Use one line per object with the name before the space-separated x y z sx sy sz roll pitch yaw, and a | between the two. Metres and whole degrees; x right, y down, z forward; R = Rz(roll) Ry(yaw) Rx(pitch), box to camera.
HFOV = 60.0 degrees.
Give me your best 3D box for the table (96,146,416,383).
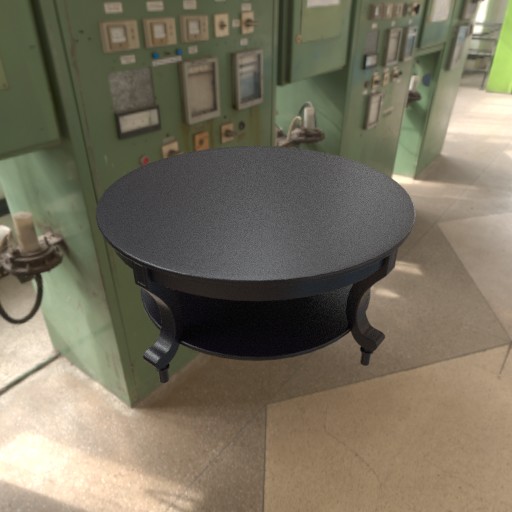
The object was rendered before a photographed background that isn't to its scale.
table | 0.000 0.000 1.611 1.029 0.491 1.029 0 32 0
